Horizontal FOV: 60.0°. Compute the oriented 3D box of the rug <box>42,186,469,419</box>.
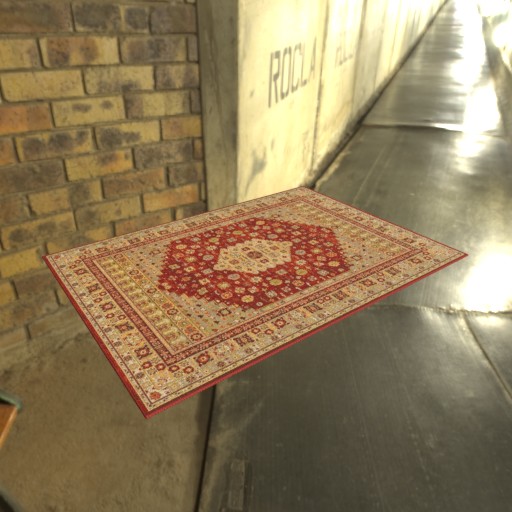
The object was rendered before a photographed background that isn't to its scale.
[{"bbox_3d":[0.000,0.000,2.830,2.211,0.013,1.593,-19,34,-31],"label":"rug"}]
